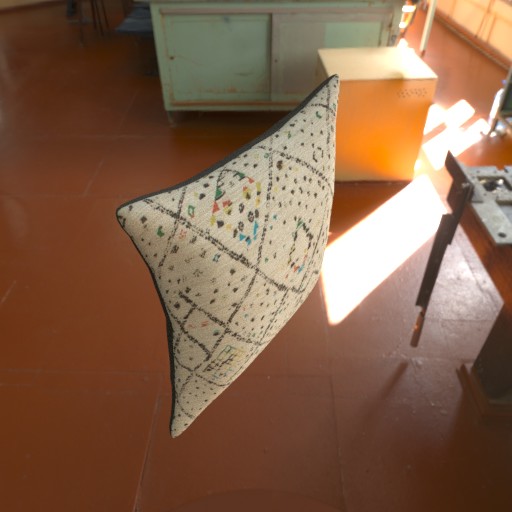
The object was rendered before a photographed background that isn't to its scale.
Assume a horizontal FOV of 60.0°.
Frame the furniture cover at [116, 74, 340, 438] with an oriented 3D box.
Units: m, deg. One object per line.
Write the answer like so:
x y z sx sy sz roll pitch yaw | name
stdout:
0.000 0.000 0.796 0.180 0.498 0.525 25 46 26 | furniture cover
